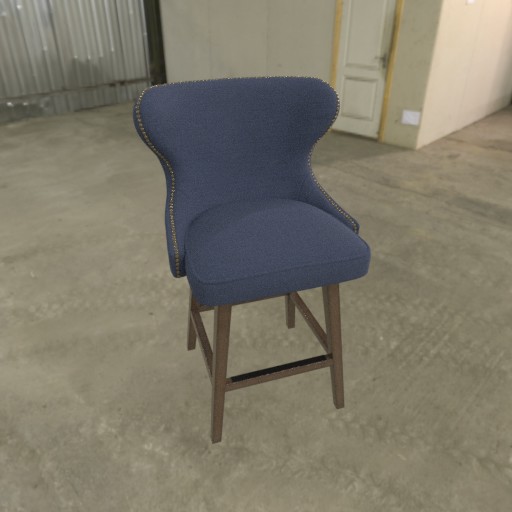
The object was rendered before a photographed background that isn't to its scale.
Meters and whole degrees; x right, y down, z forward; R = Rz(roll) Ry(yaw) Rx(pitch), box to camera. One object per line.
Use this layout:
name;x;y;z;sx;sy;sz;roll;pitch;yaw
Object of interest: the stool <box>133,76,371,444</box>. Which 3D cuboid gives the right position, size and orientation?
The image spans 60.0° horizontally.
stool;0.000;0.000;1.390;0.615;0.972;0.597;-10;32;-15
